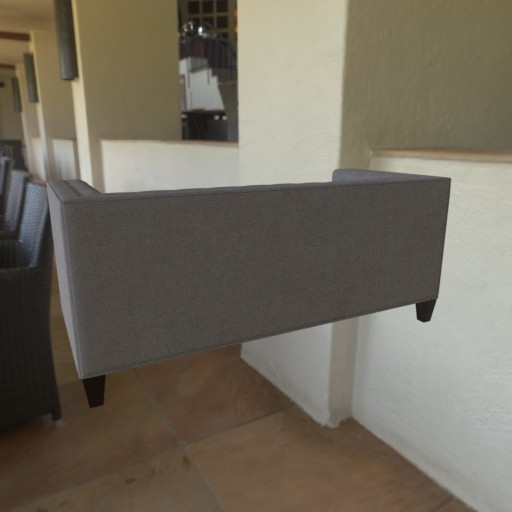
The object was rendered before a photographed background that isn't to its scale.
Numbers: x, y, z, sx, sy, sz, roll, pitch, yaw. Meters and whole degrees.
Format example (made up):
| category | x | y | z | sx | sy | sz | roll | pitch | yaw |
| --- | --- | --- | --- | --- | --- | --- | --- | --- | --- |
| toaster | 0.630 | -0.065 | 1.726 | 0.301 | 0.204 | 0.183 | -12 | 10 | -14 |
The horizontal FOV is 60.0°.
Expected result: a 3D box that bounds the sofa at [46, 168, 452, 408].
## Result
| category | x | y | z | sx | sy | sz | roll | pitch | yaw |
| --- | --- | --- | --- | --- | --- | --- | --- | --- | --- |
| sofa | 0.000 | 0.000 | 2.199 | 1.778 | 0.762 | 0.775 | -8 | 17 | -26 |
